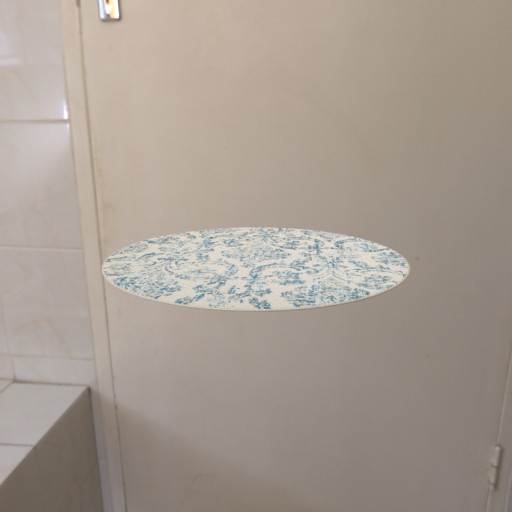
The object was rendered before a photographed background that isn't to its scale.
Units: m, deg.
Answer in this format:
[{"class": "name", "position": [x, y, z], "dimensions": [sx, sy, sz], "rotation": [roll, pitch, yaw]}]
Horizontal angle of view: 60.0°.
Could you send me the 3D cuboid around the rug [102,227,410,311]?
[{"class": "rug", "position": [0.000, 0.000, 2.414], "dimensions": [1.593, 0.012, 1.593], "rotation": [0, 15, 0]}]
